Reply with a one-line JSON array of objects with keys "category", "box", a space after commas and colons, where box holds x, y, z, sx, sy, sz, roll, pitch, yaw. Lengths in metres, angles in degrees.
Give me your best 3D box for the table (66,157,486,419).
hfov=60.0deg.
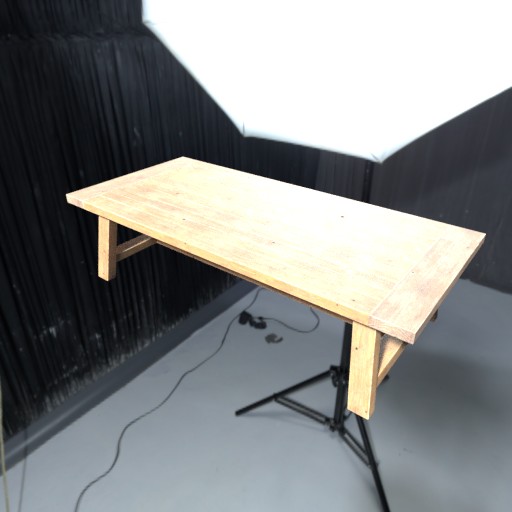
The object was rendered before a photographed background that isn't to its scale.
[{"category": "table", "box": [0.000, 0.000, 2.165, 1.800, 0.465, 0.820, 21, 35, 32]}]
